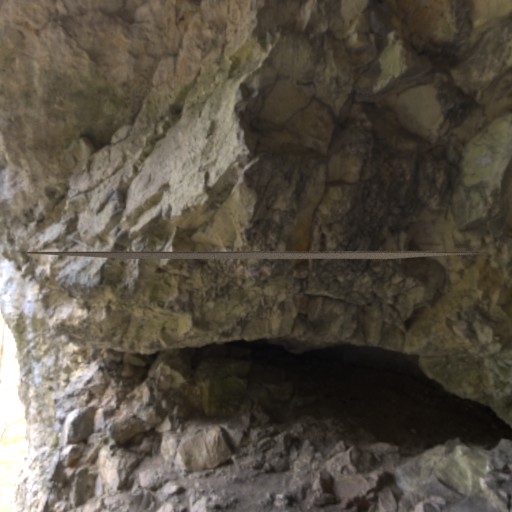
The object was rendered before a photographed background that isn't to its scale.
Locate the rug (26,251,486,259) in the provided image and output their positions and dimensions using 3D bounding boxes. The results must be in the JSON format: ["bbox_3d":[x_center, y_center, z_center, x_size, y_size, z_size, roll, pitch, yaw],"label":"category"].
[{"bbox_3d":[0.000,0.000,4.417,3.365,0.020,2.452,0,-1,0],"label":"rug"}]
